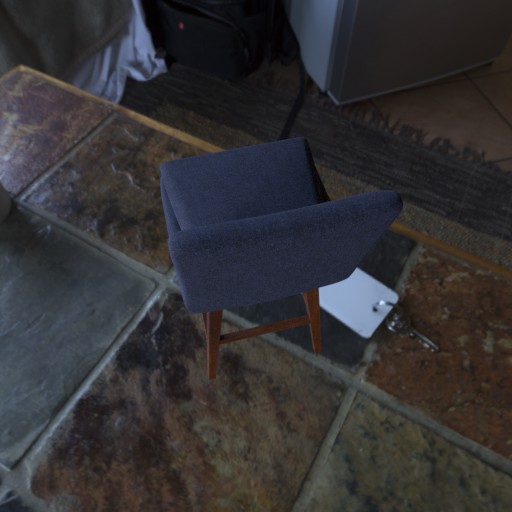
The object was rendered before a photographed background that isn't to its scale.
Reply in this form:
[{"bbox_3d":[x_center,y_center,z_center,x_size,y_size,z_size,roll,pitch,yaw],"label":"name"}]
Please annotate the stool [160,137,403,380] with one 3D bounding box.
[{"bbox_3d":[0.000,0.000,1.369,0.489,1.068,0.572,-12,60,-7],"label":"stool"}]
